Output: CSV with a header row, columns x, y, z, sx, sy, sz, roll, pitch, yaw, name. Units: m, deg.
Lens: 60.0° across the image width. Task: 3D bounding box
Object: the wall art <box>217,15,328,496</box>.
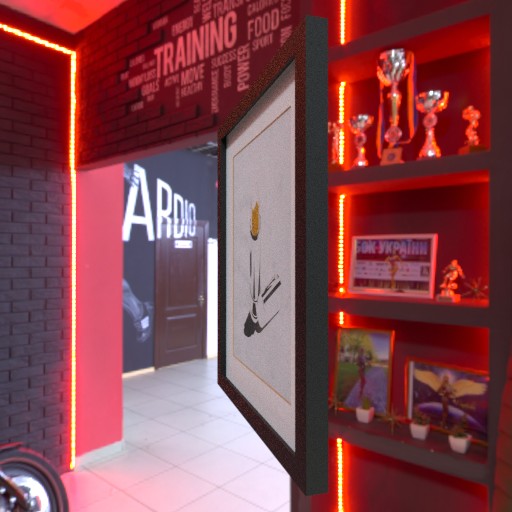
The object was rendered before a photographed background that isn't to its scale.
x,y,z,sx,sy,sz,roll,pitch,yaw,name
0.000,0.000,0.511,0.019,0.381,0.330,0,0,-17,wall art
